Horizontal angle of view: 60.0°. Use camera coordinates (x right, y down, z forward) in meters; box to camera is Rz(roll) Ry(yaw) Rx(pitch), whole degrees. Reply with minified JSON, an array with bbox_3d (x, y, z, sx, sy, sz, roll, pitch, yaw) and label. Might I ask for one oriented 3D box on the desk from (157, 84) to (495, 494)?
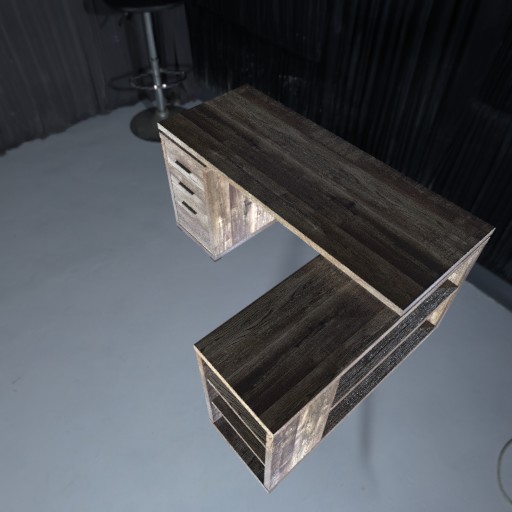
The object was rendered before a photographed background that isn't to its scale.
[{"bbox_3d":[0.000,0.000,2.167,1.200,0.753,1.524,-33,57,-26],"label":"desk"}]
